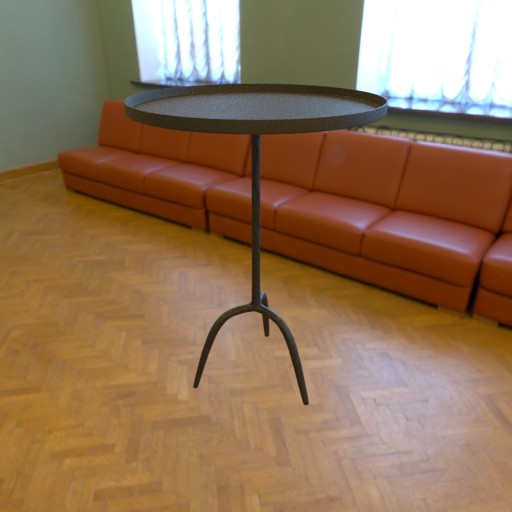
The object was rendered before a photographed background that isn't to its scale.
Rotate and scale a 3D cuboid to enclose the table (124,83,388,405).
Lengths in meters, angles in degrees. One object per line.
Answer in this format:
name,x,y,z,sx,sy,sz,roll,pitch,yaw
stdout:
table,0.000,0.000,1.029,0.502,0.700,0.502,18,32,31
